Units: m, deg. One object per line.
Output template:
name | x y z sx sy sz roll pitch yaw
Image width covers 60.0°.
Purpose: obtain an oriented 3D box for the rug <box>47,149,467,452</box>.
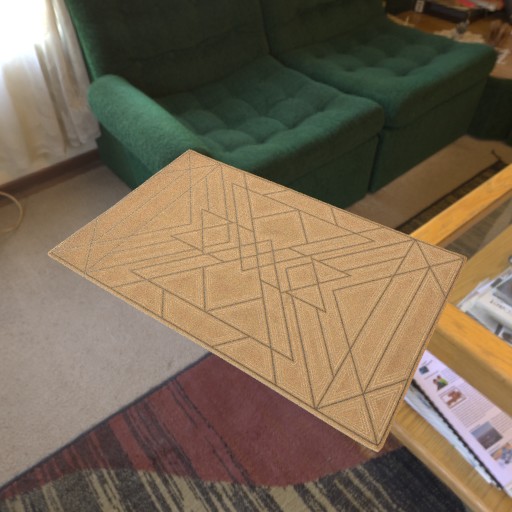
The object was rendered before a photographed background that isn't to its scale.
rug | 0.000 0.000 3.068 2.459 0.023 1.575 25 51 22
